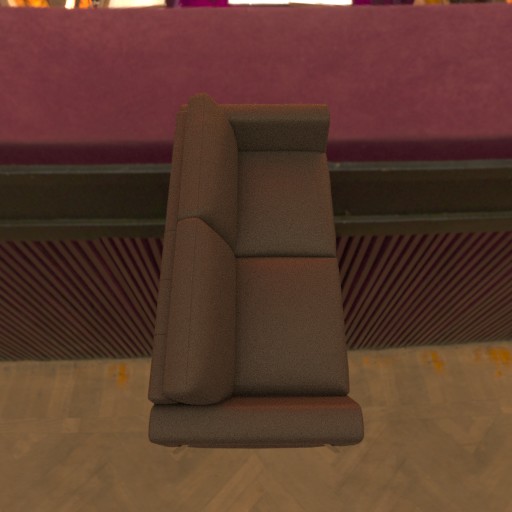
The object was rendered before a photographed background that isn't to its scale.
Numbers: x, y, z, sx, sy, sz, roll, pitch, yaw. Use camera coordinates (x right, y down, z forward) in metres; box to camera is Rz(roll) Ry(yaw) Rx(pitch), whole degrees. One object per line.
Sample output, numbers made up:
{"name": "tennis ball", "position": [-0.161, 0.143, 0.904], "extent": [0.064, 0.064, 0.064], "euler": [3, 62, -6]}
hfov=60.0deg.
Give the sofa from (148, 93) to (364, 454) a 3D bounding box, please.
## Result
{"name": "sofa", "position": [0.000, 0.000, 2.528], "extent": [0.953, 0.875, 2.017], "euler": [0, 63, 0]}
